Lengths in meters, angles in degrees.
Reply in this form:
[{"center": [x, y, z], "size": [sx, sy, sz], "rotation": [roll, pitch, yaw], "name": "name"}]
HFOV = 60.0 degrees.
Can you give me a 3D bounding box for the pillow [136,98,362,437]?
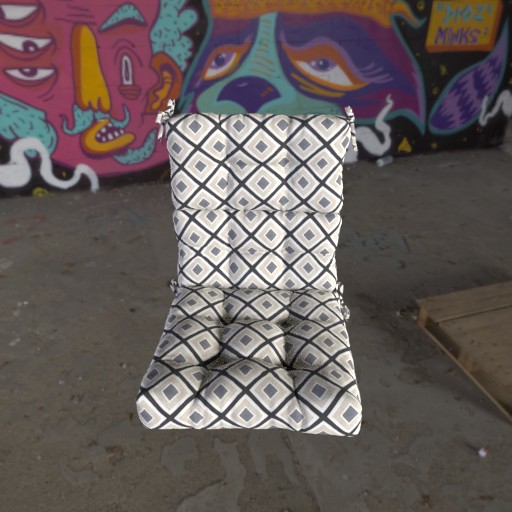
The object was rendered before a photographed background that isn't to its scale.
[{"center": [0.000, 0.000, 1.039], "size": [0.519, 0.605, 0.571], "rotation": [2, 30, 3], "name": "pillow"}]
